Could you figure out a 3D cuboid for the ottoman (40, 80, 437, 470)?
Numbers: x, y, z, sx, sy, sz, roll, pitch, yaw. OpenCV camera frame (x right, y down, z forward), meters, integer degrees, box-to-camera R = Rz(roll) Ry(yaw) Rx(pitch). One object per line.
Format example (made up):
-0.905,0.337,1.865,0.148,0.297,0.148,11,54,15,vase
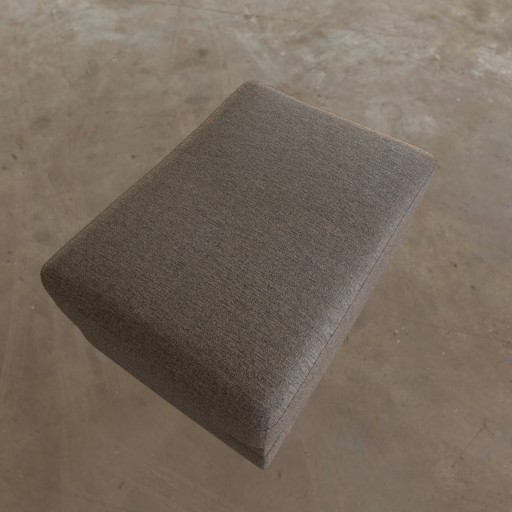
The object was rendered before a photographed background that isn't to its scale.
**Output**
0.000,0.000,1.234,0.637,0.478,0.885,29,62,18,ottoman
